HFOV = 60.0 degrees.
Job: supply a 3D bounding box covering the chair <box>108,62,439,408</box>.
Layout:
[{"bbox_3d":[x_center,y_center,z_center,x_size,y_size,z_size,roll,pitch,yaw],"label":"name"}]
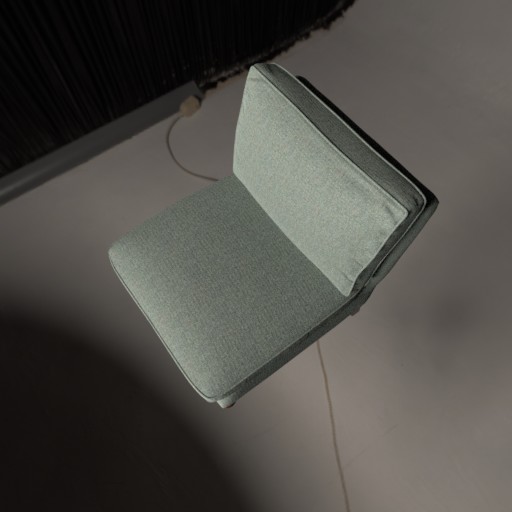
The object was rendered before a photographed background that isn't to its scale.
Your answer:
[{"bbox_3d":[0.000,0.000,1.456,0.796,0.901,0.624,-34,69,-15],"label":"chair"}]
